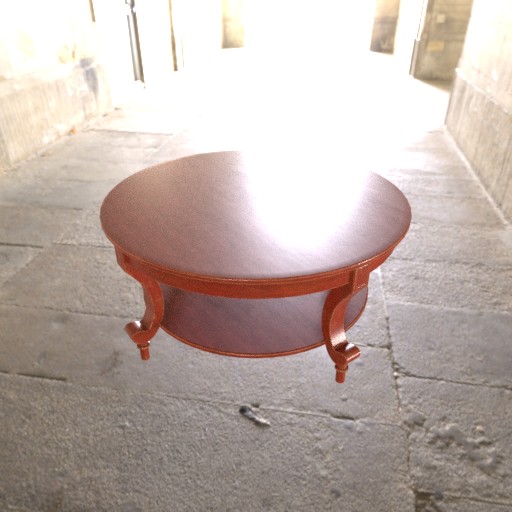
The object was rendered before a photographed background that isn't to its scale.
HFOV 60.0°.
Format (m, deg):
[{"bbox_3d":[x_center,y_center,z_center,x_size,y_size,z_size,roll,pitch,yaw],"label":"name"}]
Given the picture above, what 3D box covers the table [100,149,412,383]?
[{"bbox_3d":[0.000,0.000,1.643,1.029,0.486,1.029,0,31,0],"label":"table"}]
